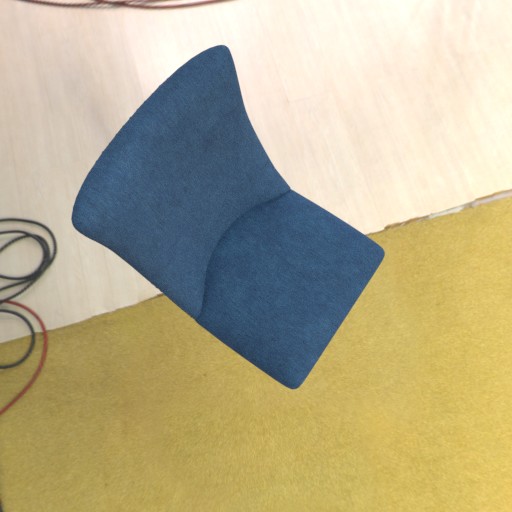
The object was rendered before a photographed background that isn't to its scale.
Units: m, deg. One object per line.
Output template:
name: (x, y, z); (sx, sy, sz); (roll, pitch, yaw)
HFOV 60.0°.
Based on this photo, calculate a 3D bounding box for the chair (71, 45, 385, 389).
chair: (0.000, 0.000, 1.248); (0.610, 0.902, 0.495); (34, 78, 8)
